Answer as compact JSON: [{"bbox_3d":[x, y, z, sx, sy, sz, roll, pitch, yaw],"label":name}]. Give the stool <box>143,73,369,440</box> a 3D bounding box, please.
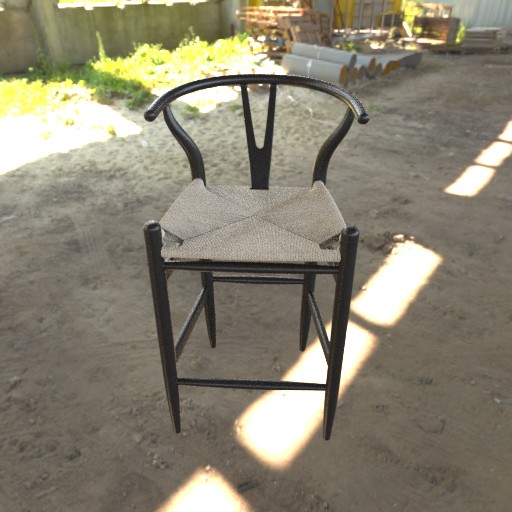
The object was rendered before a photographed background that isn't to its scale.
[{"bbox_3d":[0.000,0.000,1.365,0.569,0.970,0.579,2,31,3],"label":"stool"}]
